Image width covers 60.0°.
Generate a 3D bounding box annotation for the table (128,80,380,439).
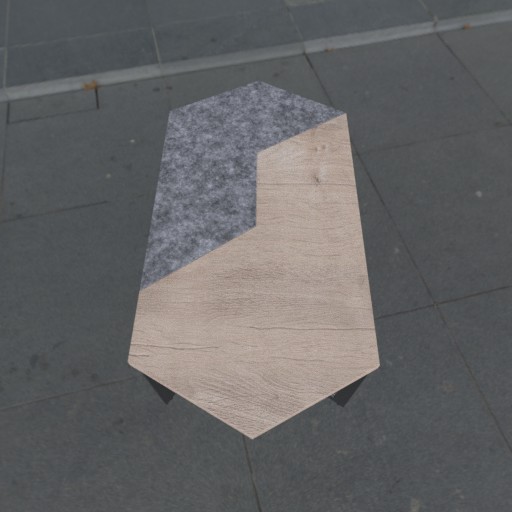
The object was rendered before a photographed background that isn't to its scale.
[{"bbox_3d":[0.000,0.000,1.494,0.609,0.457,1.219,1,59,0],"label":"table"}]
